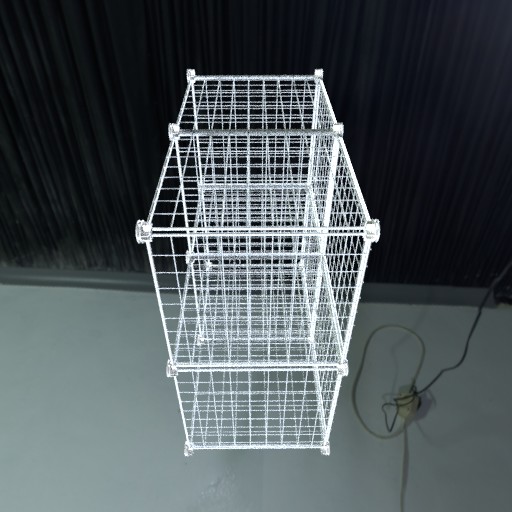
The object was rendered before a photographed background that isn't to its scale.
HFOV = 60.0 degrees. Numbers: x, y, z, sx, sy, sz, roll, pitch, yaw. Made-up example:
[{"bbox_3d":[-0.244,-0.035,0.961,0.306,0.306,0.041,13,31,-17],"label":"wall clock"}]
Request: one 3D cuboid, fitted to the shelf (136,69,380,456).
[{"bbox_3d":[0.000,0.000,1.139,0.356,0.711,0.711,0,41,0],"label":"shelf"}]
